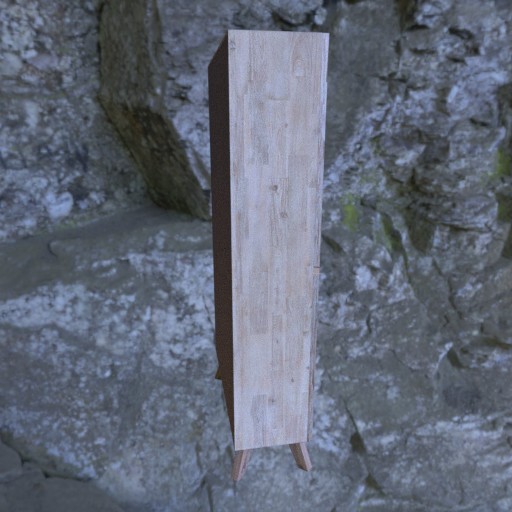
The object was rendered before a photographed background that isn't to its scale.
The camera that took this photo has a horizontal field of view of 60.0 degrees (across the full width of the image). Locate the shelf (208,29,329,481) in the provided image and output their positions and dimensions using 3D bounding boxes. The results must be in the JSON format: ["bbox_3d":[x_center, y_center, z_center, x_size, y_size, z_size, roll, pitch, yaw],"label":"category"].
[{"bbox_3d":[0.000,0.000,1.748,0.308,1.471,0.748,-3,17,-10],"label":"shelf"}]
